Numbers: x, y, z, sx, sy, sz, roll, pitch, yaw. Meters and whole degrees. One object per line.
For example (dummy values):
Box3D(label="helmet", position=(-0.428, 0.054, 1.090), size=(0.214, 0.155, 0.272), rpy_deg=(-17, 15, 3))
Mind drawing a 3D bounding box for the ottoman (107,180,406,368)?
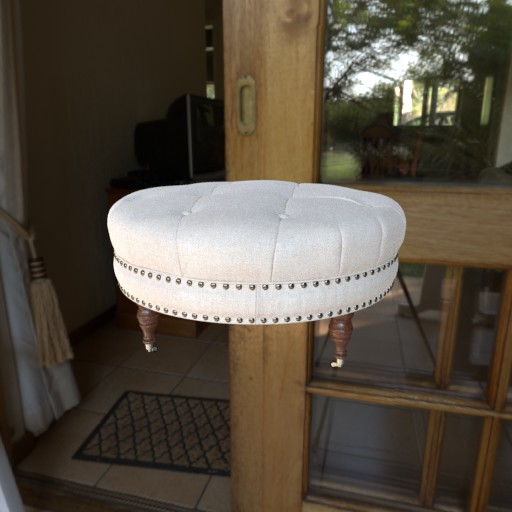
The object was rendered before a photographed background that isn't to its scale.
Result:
Box3D(label="ottoman", position=(0.000, 0.000, 1.500), size=(0.940, 0.483, 0.940), rpy_deg=(0, 15, 0))
